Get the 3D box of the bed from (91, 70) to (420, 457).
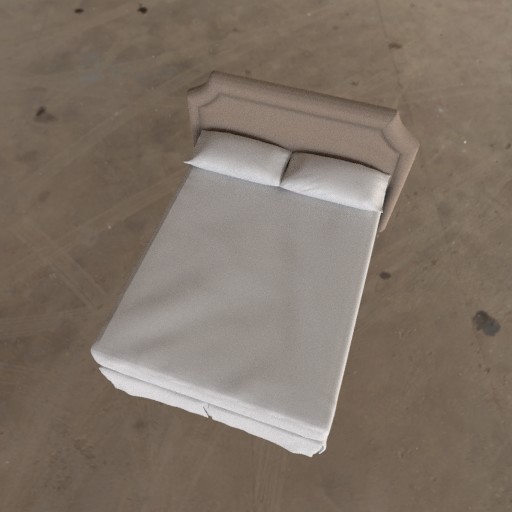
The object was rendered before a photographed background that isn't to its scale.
[{"bbox_3d":[0.000,0.000,3.201,1.828,1.303,2.164,16,60,9],"label":"bed"}]
